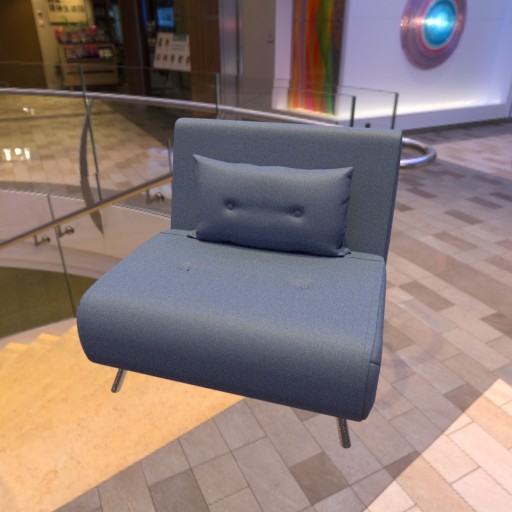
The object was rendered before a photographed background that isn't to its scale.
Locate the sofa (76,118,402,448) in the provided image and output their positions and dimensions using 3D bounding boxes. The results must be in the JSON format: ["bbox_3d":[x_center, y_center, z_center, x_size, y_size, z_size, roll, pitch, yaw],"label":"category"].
[{"bbox_3d":[0.000,0.000,1.724,0.999,0.860,0.996,8,28,15],"label":"sofa"}]
